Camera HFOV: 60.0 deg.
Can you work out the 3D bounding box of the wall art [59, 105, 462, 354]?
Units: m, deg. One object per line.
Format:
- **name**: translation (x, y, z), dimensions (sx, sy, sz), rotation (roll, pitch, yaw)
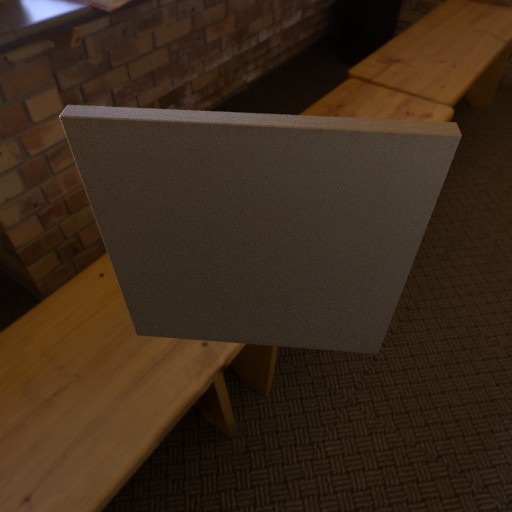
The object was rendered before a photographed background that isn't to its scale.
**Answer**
- **wall art**: translation (0.000, 0.000, 0.745), dimensions (0.503, 0.506, 0.030), rotation (4, 47, 3)
